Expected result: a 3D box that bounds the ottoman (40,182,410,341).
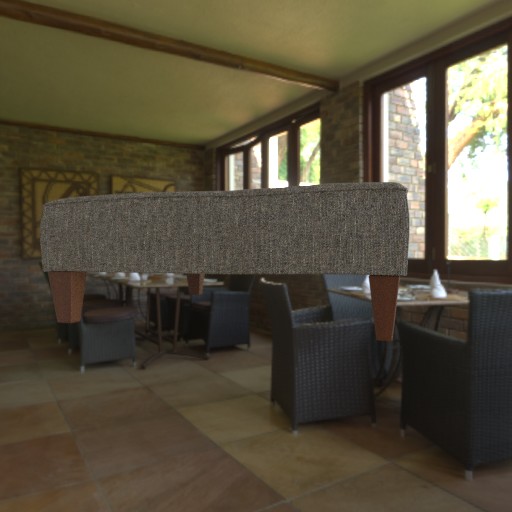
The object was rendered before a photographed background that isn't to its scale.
[{"bbox_3d":[0.000,0.000,1.575,1.016,0.379,0.981,0,1,17],"label":"ottoman"}]
